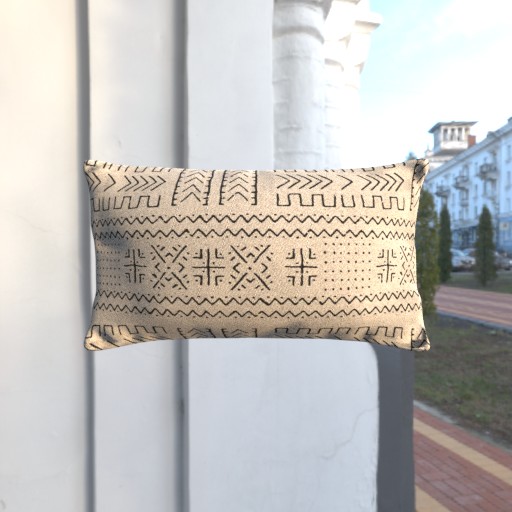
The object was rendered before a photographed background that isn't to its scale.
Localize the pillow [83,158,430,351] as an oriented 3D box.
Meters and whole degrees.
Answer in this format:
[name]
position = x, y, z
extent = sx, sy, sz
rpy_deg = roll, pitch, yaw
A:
[pillow]
position = 0.000, 0.000, 0.803
extent = 0.637, 0.352, 0.188
rpy_deg = 0, 1, 1
